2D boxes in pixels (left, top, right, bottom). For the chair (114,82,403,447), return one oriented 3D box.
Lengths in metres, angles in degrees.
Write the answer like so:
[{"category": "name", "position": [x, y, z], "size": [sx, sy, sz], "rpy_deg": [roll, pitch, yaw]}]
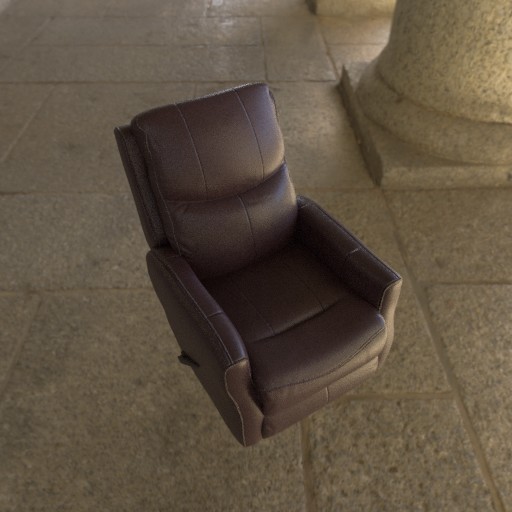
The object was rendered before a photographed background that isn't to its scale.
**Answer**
[{"category": "chair", "position": [0.000, 0.000, 1.804], "size": [0.829, 1.030, 1.080], "rpy_deg": [-23, 50, -21]}]
